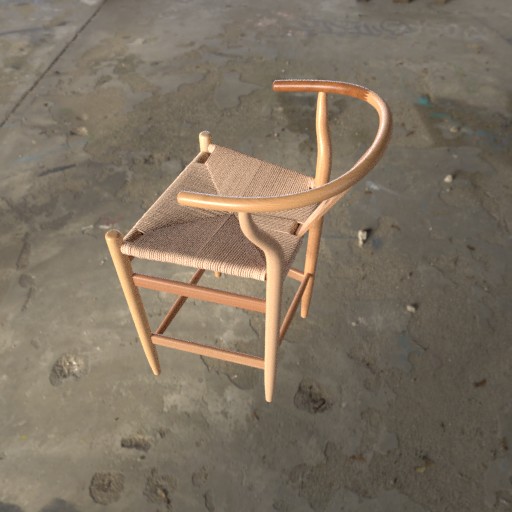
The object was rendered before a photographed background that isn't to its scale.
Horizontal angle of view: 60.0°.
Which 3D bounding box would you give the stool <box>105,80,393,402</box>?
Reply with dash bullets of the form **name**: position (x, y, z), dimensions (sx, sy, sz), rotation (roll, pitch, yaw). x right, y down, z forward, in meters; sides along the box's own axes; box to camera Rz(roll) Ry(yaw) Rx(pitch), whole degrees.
- **stool**: position (0.000, 0.000, 1.280), dimensions (0.575, 0.923, 0.536), rotation (17, 49, 15)
